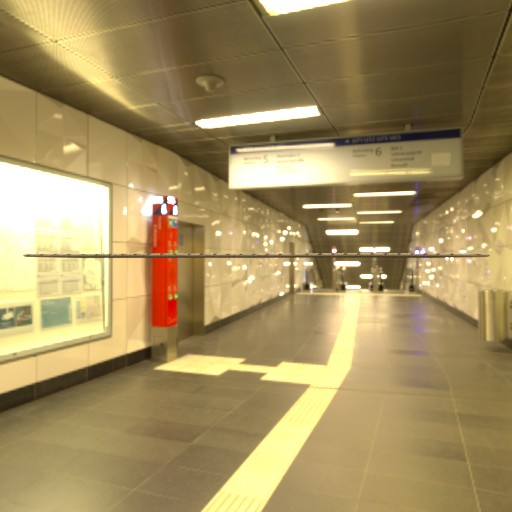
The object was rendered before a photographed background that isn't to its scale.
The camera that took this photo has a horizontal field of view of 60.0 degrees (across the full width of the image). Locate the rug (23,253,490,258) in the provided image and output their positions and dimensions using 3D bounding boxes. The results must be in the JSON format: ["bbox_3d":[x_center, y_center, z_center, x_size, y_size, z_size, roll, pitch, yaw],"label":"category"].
[{"bbox_3d":[0.000,0.000,2.690,2.439,0.020,0.773,0,-1,1],"label":"rug"}]
